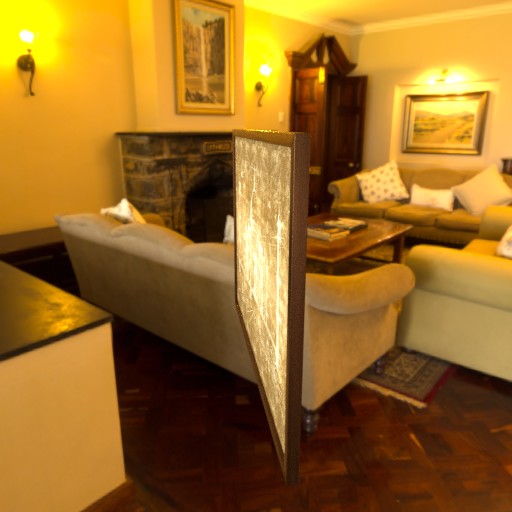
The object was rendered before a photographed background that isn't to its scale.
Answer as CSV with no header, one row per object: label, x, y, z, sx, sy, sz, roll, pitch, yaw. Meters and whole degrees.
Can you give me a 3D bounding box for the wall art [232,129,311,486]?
wall art,0.000,0.000,0.558,0.012,0.304,0.431,-2,17,-8
